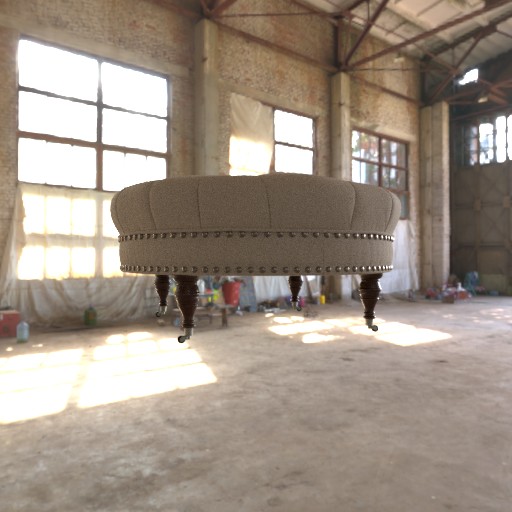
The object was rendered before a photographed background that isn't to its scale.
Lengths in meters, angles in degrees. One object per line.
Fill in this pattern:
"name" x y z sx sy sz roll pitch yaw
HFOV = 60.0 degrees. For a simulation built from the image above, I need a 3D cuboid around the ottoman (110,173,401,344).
"ottoman" 0.000 0.000 1.438 0.901 0.439 0.901 0 0 0
